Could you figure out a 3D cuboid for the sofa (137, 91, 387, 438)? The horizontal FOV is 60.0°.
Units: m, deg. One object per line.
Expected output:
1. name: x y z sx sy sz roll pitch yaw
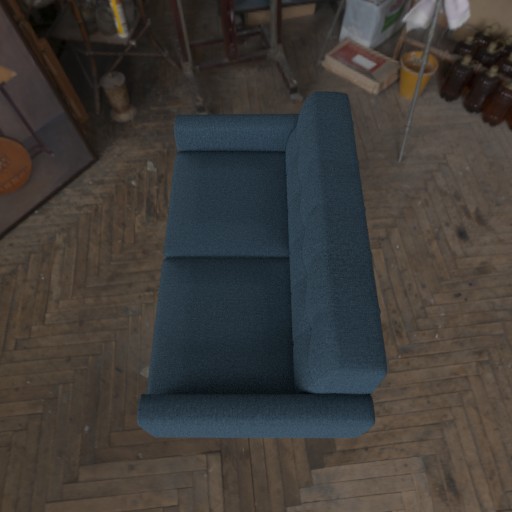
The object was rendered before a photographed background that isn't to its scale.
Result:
1. sofa: 0.000 0.000 2.217 0.942 0.896 1.651 0 61 0
